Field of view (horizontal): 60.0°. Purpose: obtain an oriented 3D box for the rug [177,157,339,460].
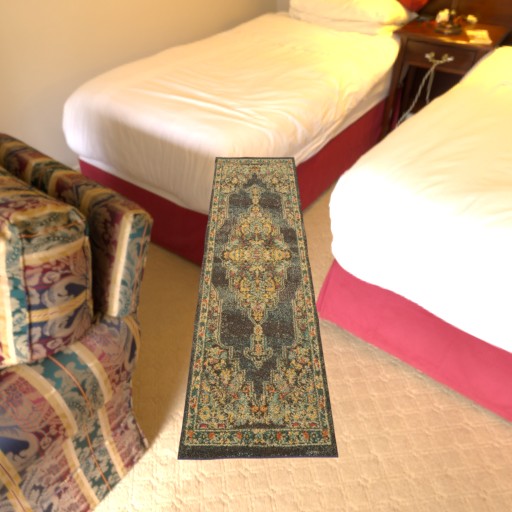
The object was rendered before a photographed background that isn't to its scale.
[{"bbox_3d":[0.000,0.000,2.494,0.602,0.016,2.283,0,41,0],"label":"rug"}]
